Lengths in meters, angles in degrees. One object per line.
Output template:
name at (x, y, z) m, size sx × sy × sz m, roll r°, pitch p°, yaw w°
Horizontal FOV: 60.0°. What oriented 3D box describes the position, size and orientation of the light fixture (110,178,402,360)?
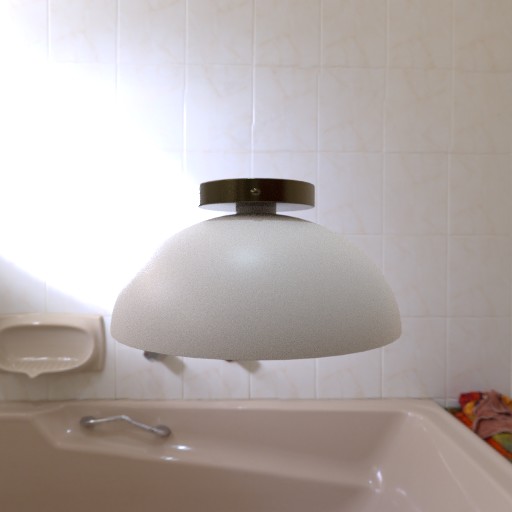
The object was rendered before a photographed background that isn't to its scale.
light fixture at (0.000, 0.000, 0.566) m, size 0.355 × 0.177 × 0.355 m, roll 0°, pitch 1°, yaw 0°
